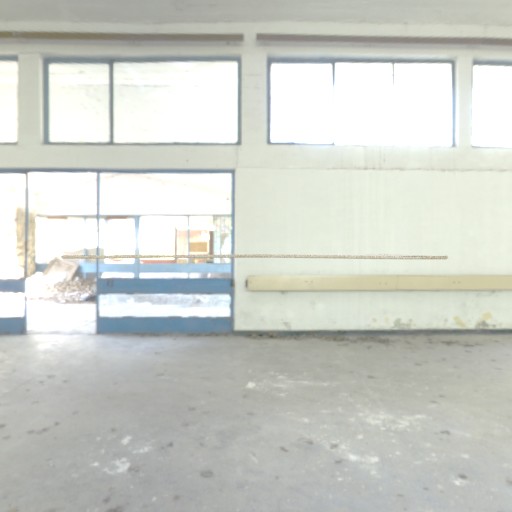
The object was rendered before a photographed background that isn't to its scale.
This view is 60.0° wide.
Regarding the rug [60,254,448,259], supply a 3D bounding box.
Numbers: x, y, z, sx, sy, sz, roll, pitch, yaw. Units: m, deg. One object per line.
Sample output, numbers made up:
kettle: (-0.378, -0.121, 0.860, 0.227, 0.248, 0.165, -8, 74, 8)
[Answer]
rug: (0.000, 0.000, 2.951, 1.596, 0.030, 2.283, 0, 0, 0)
